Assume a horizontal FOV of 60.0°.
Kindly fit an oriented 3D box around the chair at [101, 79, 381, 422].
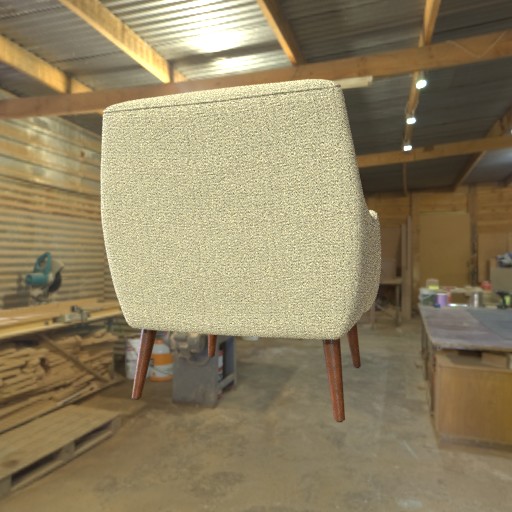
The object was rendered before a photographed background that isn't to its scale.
[{"bbox_3d":[0.000,0.000,1.435,0.762,0.838,0.787,0,0,17],"label":"chair"}]
